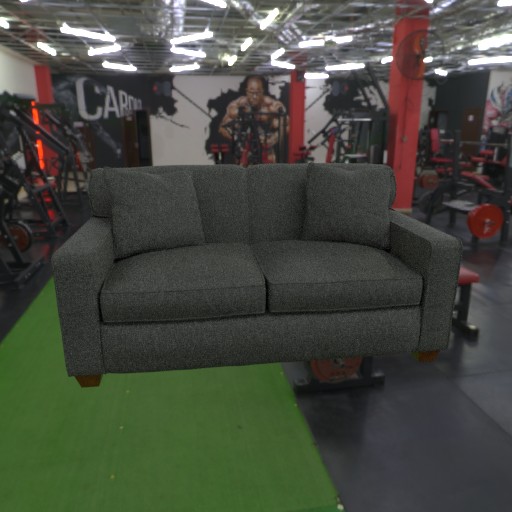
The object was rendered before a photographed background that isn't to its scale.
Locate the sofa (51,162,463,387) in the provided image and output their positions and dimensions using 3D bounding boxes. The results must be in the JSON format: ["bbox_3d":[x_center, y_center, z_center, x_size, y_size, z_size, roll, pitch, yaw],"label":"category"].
[{"bbox_3d":[0.000,0.000,2.419,1.846,0.958,0.998,-2,17,-7],"label":"sofa"}]
